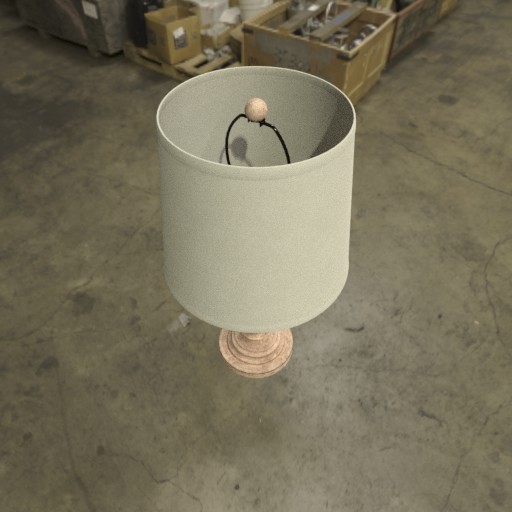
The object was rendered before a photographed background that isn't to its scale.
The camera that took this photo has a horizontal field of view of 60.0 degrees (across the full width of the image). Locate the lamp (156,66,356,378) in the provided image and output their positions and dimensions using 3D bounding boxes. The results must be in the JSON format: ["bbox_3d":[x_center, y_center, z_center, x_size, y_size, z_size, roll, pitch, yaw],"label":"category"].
[{"bbox_3d":[0.000,0.000,0.661,0.273,0.497,0.273,0,47,0],"label":"lamp"}]
